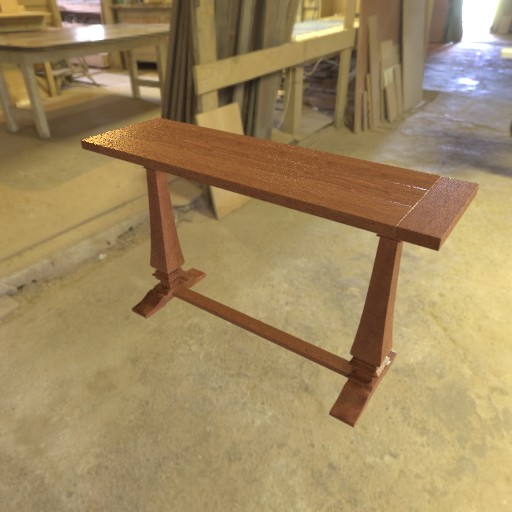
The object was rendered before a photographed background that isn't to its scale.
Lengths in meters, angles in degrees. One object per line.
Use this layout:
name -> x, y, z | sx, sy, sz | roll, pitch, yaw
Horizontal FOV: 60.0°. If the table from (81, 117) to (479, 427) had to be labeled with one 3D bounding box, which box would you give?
table -> 0.000, 0.000, 1.880 | 1.478, 0.852, 0.461 | 20, 37, 29
